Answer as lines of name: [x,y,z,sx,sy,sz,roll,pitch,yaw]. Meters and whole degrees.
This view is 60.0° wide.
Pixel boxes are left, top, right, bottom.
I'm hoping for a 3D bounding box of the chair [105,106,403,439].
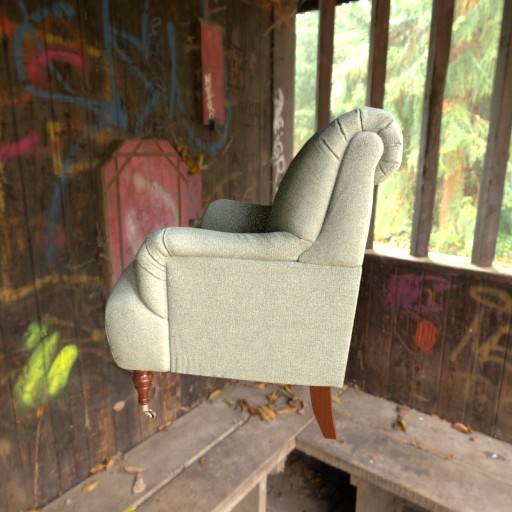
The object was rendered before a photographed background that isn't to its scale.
chair: [0.000,0.000,1.951,1.060,1.178,0.964,2,14,9]
